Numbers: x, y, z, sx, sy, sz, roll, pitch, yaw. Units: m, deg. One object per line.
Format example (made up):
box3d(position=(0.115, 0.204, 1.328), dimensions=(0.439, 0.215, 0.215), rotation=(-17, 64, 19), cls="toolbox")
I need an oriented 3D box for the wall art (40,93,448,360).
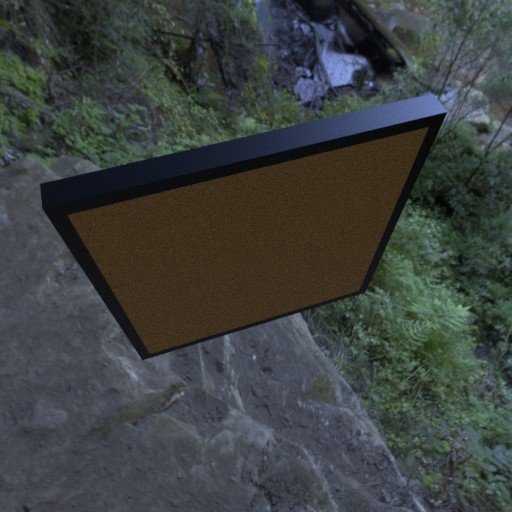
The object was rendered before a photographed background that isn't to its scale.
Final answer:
box3d(position=(0.000, 0.000, 0.755), dimensions=(0.508, 0.508, 0.038), rotation=(-16, 59, -9), cls="wall art")
